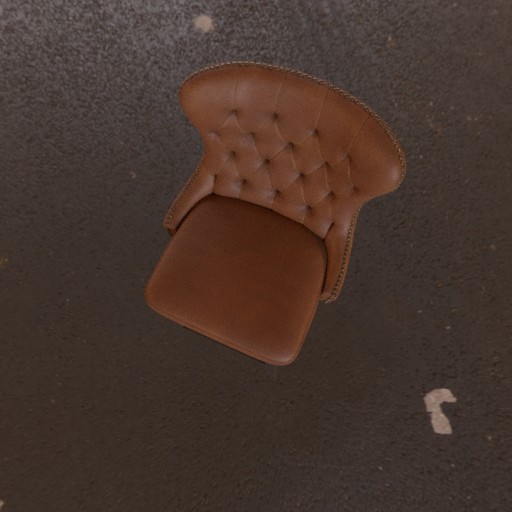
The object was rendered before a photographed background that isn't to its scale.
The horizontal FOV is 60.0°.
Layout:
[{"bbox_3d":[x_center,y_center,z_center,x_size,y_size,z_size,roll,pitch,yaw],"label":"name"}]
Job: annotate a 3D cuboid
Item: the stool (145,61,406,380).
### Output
[{"bbox_3d":[0.000,0.000,1.327,0.528,0.971,0.593,23,76,6],"label":"stool"}]
